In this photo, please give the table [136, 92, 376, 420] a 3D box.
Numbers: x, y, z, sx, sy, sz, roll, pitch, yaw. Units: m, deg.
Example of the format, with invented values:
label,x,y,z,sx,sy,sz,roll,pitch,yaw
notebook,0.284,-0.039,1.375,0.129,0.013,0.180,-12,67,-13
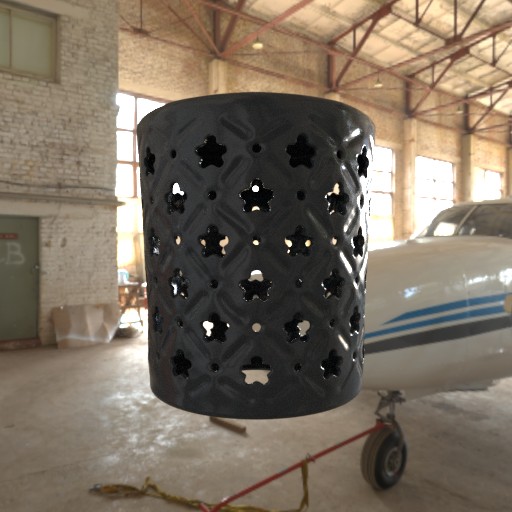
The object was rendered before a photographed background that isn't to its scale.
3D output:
label,x,y,z,sx,sy,sz,roll,pitch,yaw
table,0.000,0.000,0.677,0.352,0.387,0.352,0,1,0
